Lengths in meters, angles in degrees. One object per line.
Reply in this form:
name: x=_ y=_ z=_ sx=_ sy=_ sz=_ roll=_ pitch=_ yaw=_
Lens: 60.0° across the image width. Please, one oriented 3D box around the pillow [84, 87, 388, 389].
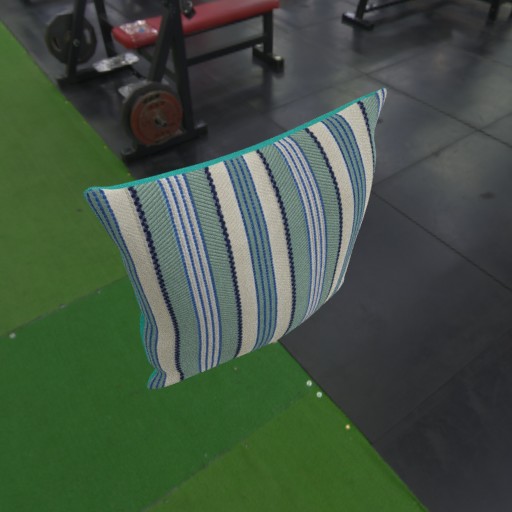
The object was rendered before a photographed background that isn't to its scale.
pillow: x=0.000 y=0.000 z=0.688 sx=0.440 sy=0.441 sz=0.182 roll=-26 pitch=52 yaw=-22
